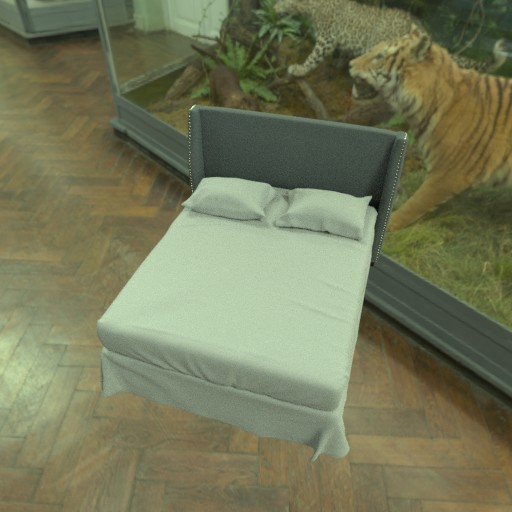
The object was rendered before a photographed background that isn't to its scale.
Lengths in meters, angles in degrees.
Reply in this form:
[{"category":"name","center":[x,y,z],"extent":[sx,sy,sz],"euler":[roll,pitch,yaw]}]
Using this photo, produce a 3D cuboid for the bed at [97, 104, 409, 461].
[{"category":"bed","center":[0.000,0.000,3.447],"extent":[1.925,1.332,2.276],"euler":[12,43,13]}]
